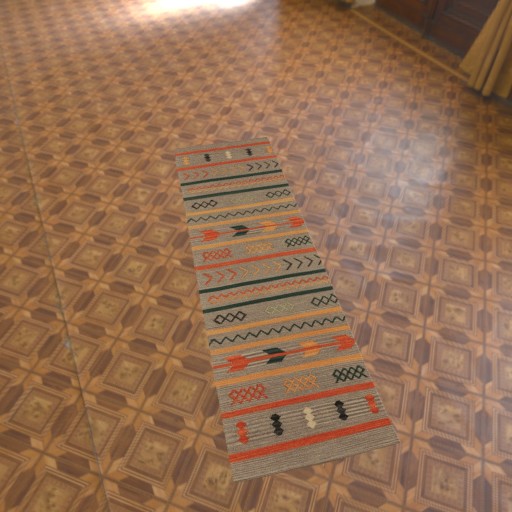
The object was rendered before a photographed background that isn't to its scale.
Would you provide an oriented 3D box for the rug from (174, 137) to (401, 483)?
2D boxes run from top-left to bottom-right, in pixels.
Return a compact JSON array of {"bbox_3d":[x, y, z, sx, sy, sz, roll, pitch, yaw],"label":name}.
[{"bbox_3d":[0.000,0.000,2.656,0.744,0.022,2.419,-10,49,-9],"label":"rug"}]
